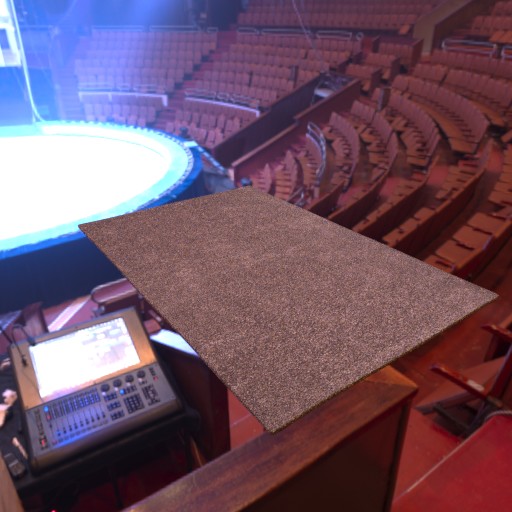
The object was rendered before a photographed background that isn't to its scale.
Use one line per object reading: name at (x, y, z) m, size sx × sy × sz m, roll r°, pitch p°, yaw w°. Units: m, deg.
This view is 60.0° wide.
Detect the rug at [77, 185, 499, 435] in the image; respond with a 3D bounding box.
rug at (0.000, 0.000, 3.269) m, size 1.802 × 0.026 × 2.699 m, roll -18°, pitch 32°, yaw -32°
